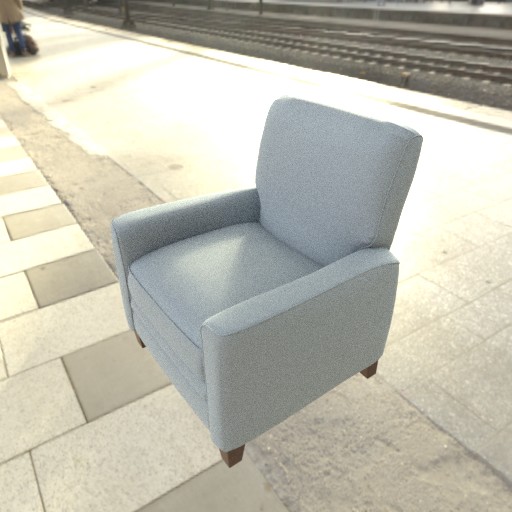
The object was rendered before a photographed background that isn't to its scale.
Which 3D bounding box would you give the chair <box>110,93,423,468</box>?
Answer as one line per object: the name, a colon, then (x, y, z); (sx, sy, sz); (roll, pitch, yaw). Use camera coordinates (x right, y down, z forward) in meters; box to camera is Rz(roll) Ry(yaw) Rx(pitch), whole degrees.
chair: (0.000, 0.000, 1.657); (0.846, 1.007, 0.853); (-21, 37, -30)
